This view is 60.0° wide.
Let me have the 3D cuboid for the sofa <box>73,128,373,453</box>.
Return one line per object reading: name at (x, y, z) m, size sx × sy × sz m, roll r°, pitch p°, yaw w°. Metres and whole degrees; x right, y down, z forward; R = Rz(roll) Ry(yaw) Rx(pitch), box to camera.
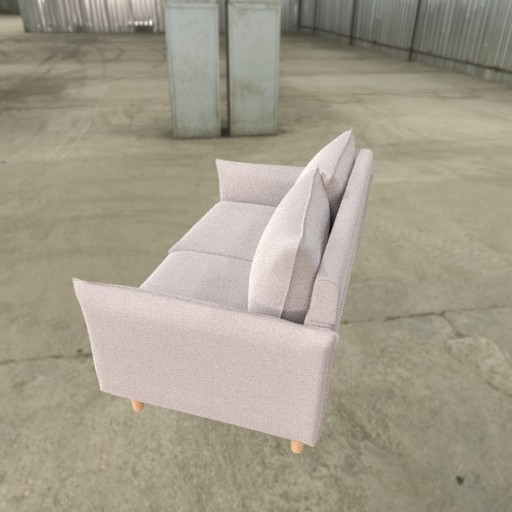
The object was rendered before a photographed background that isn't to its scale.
sofa at (0.000, 0.000, 1.836) m, size 0.820 × 0.840 × 1.300 m, roll 9°, pitch 31°, yaw 15°
